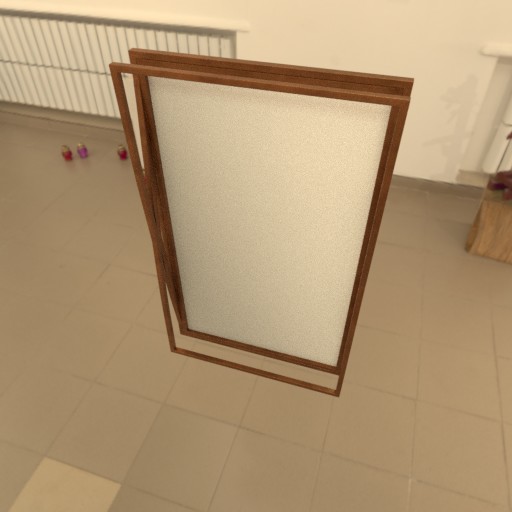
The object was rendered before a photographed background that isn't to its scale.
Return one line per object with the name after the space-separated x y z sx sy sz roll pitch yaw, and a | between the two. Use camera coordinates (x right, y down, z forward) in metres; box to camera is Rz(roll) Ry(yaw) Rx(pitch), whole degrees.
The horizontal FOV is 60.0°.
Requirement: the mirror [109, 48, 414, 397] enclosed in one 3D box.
0.000 0.000 0.937 0.468 0.768 0.082 12 44 13 | mirror
